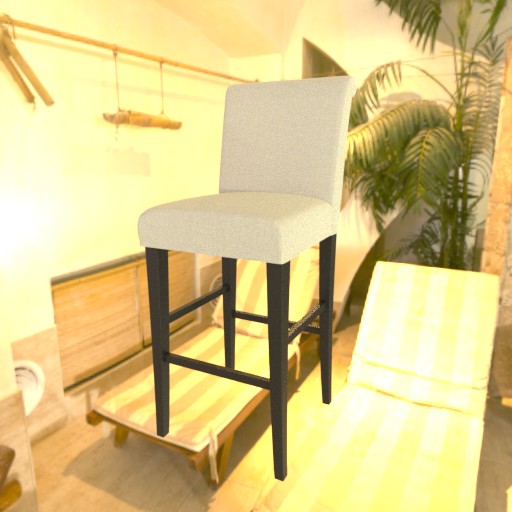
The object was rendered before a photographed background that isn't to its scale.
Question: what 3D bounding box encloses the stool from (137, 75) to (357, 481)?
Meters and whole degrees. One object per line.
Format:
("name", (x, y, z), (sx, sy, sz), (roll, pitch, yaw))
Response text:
("stool", (0.000, 0.000, 1.429), (0.452, 1.124, 0.597), (7, 15, 26))
